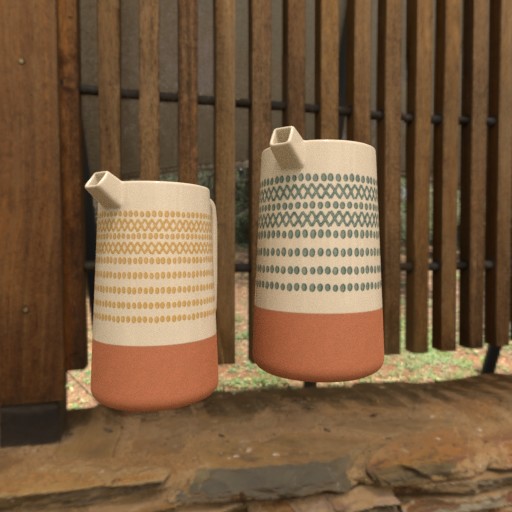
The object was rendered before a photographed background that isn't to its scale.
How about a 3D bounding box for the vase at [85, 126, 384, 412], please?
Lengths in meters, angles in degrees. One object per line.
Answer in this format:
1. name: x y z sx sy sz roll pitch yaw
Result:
1. vase: 0.000 0.000 0.462 0.326 0.247 0.168 0 1 -18
